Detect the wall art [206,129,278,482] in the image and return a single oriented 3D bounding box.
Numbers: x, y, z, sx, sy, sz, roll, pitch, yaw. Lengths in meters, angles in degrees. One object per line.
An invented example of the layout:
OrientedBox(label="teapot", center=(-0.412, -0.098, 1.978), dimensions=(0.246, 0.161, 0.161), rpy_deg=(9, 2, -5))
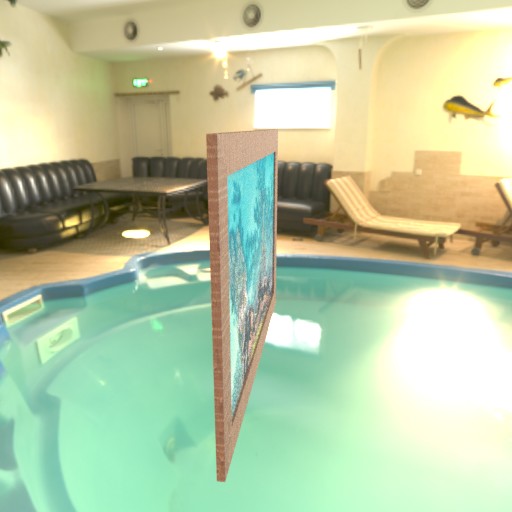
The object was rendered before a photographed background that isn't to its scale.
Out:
OrientedBox(label="wall art", center=(0.000, 0.000, 1.397), dimensions=(0.020, 0.761, 1.056), rpy_deg=(2, 17, 8))
